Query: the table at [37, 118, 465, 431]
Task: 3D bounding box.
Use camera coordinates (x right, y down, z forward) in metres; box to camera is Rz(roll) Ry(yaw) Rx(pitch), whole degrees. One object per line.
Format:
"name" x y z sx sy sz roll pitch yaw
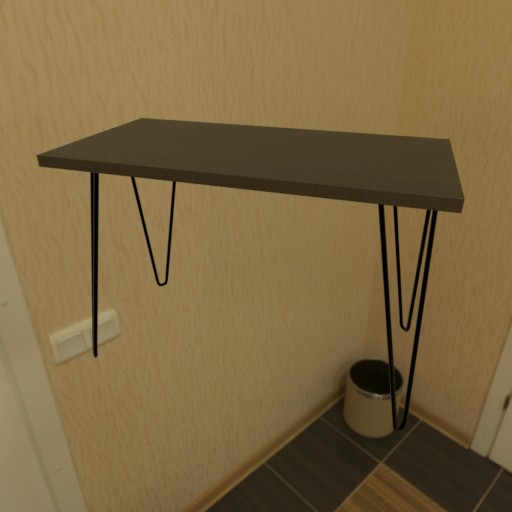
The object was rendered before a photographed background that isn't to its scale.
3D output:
"table" 0.000 0.000 1.336 0.991 0.660 0.499 9 29 16
